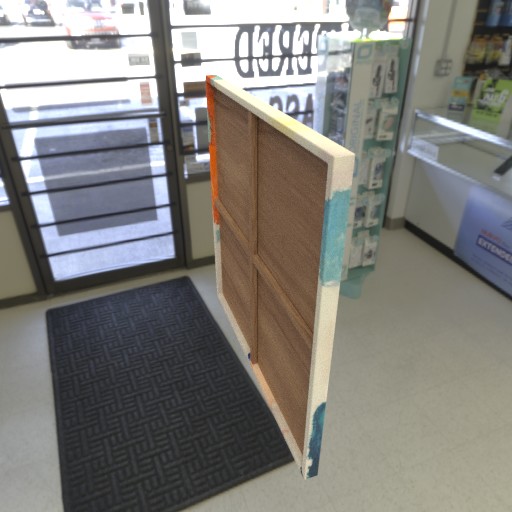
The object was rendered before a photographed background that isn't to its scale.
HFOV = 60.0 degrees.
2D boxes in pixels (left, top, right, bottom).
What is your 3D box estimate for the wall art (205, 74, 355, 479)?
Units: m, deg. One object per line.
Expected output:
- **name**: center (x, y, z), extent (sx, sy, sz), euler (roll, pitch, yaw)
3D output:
- **wall art**: center (0.000, 0.000, 1.211), extent (0.037, 0.814, 0.814), euler (-10, 32, -17)
